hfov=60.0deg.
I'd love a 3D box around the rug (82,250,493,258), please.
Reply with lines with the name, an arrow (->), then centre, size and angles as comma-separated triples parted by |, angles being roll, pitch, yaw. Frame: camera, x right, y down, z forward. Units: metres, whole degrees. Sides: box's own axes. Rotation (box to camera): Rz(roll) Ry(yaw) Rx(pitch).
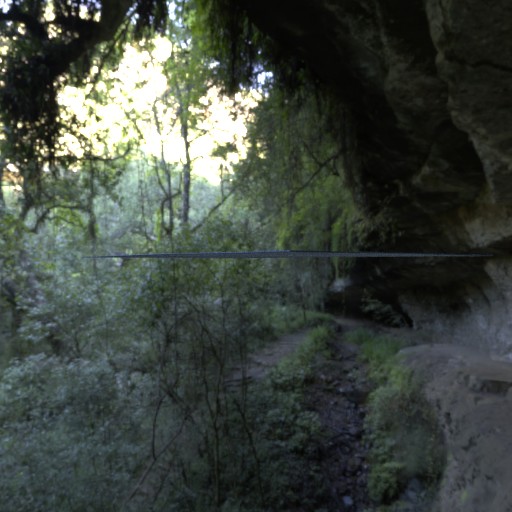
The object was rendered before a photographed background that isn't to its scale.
rug -> 0.000, 0.000, 2.152 | 1.135, 0.010, 1.740 | 1, -1, -38
